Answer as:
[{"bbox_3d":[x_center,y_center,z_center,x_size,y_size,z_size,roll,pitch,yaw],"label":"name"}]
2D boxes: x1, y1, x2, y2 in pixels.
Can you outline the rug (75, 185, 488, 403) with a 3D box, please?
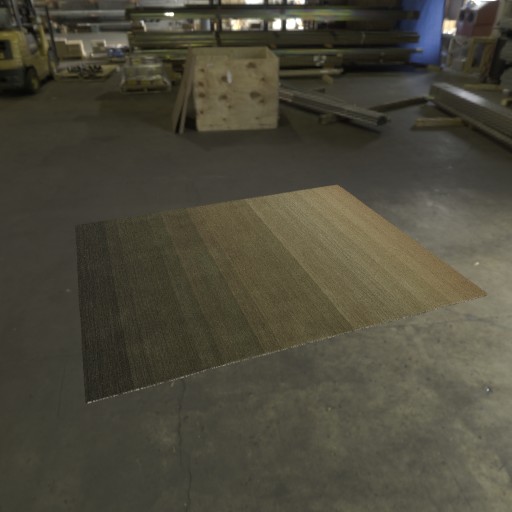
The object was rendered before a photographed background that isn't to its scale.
[{"bbox_3d":[0.000,0.000,3.864,2.932,0.015,2.315,-11,33,-17],"label":"rug"}]
